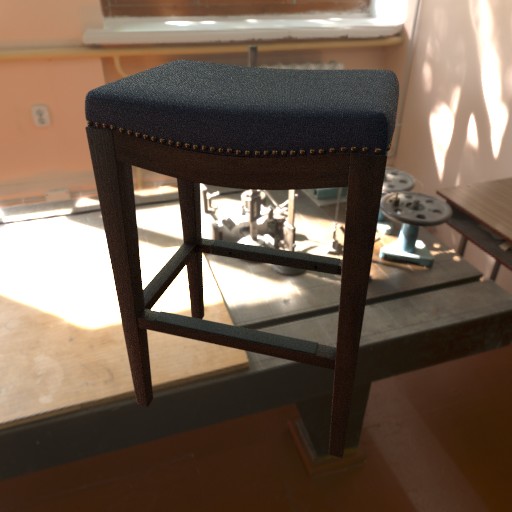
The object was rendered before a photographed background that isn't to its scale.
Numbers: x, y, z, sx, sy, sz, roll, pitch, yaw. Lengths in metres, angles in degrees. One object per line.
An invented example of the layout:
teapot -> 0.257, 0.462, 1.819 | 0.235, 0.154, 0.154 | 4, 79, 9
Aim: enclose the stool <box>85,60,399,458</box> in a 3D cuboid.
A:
stool -> 0.000, 0.000, 0.969 | 0.498, 0.740, 0.358 | 9, 33, 14
